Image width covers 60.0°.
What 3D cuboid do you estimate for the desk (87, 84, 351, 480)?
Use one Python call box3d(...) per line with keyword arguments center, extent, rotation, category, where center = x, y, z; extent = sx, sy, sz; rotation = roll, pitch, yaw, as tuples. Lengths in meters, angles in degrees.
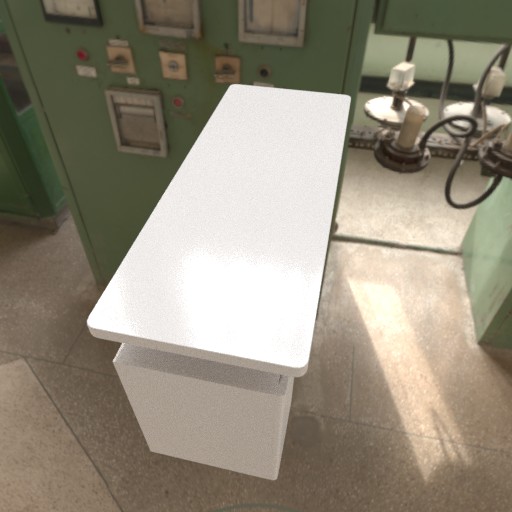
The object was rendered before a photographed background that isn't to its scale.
box3d(center=(0.000, 0.000, 1.787), extent=(0.550, 0.762, 1.400), rotation=(9, 46, 9), category="desk")
